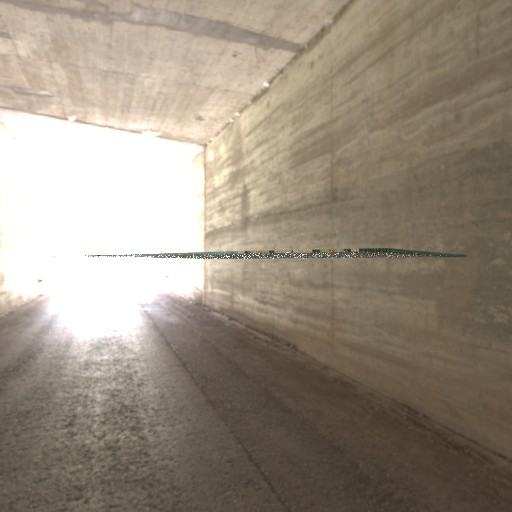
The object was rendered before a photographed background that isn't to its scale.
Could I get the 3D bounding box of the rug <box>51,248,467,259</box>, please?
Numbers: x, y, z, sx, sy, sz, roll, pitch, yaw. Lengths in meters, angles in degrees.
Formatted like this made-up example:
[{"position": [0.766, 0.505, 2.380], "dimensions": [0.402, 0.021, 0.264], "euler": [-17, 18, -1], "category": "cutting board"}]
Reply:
[{"position": [0.000, 0.000, 2.323], "dimensions": [1.811, 0.010, 1.212], "euler": [-1, -1, 36], "category": "rug"}]
